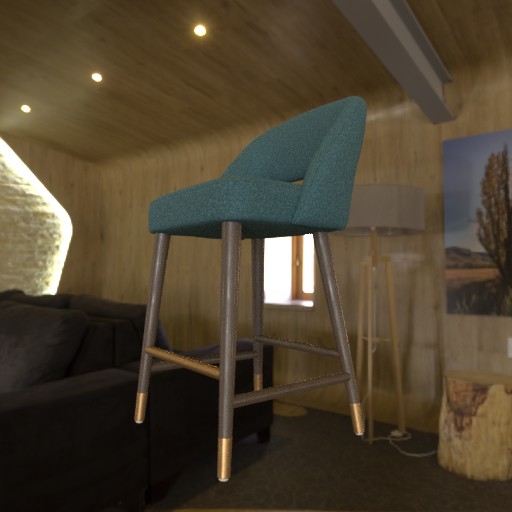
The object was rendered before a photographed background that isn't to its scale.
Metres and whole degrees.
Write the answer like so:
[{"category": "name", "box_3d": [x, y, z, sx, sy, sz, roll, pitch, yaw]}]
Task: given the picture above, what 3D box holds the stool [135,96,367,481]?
[{"category": "stool", "box_3d": [0.000, 0.000, 1.244, 0.522, 0.939, 0.536, 2, -3, -37]}]
